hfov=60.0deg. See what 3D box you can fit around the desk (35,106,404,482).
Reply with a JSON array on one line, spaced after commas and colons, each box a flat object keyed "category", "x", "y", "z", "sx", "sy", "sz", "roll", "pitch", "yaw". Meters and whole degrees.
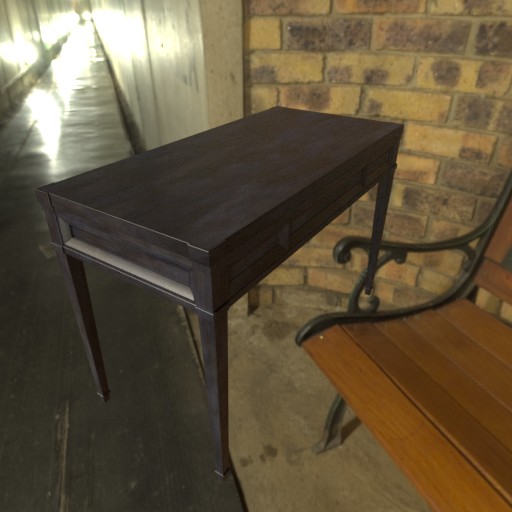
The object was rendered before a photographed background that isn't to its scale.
[{"category": "desk", "x": 0.000, "y": 0.000, "z": 1.769, "sx": 0.630, "sy": 0.861, "sz": 1.289, "roll": 19, "pitch": 36, "yaw": 29}]
